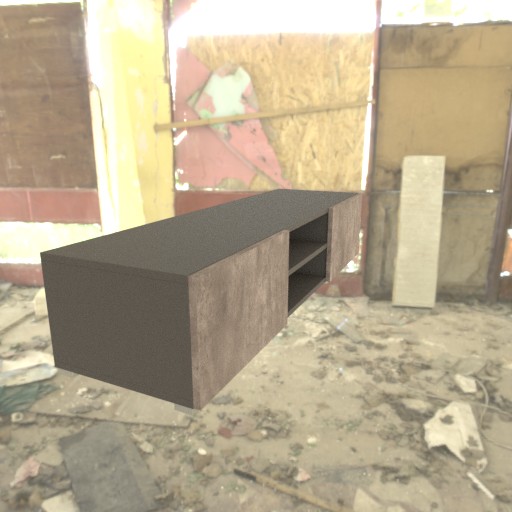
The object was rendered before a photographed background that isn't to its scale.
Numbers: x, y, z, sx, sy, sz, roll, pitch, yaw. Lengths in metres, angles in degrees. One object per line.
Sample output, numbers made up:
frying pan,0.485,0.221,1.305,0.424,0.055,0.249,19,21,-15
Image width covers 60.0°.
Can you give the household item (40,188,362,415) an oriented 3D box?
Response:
household item,0.000,0.000,1.570,0.420,0.310,1.400,7,17,25
